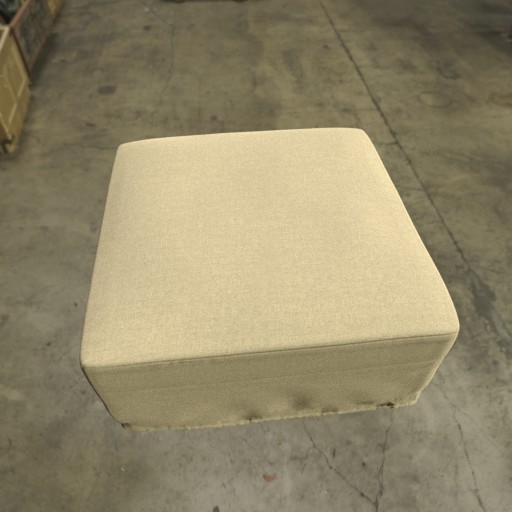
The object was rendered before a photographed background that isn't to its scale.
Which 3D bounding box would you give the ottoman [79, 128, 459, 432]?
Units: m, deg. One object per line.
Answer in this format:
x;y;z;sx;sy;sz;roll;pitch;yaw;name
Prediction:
0.000;0.000;1.319;0.840;0.436;0.843;-4;47;-4;ottoman
